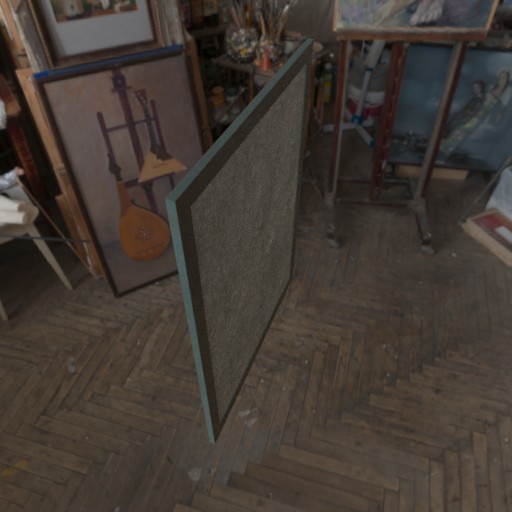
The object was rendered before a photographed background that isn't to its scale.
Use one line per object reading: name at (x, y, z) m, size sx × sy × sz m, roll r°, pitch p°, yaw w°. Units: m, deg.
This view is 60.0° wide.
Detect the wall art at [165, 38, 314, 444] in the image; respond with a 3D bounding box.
wall art at (0.000, 0.000, 1.318) m, size 0.030 × 0.983 × 0.767 m, roll 16°, pitch 48°, yaw 15°
